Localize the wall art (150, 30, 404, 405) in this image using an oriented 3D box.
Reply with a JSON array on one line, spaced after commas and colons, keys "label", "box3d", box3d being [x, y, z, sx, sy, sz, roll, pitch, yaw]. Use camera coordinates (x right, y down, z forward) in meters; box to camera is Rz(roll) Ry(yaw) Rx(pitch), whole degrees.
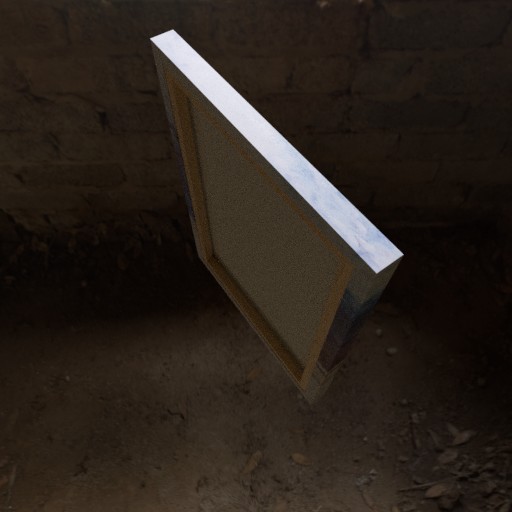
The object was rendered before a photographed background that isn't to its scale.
[{"label": "wall art", "box3d": [0.000, 0.000, 0.759, 0.036, 0.581, 0.437, -32, 65, -17]}]
